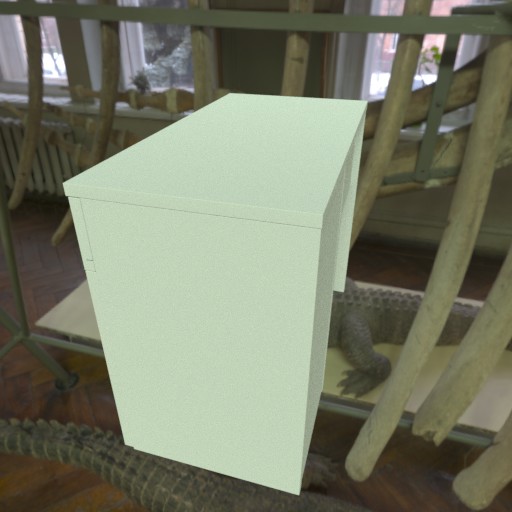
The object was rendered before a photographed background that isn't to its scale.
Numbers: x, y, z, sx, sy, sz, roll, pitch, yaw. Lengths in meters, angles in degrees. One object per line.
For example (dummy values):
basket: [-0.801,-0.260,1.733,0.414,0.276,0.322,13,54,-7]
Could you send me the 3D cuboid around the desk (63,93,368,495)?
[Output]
desk: [0.000,0.000,1.293,0.482,0.730,0.898,9,31,14]
